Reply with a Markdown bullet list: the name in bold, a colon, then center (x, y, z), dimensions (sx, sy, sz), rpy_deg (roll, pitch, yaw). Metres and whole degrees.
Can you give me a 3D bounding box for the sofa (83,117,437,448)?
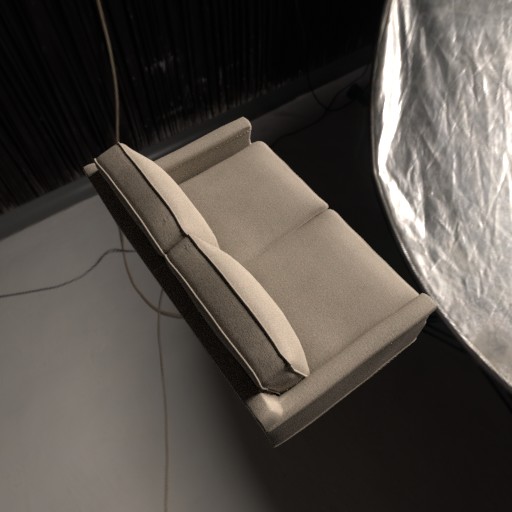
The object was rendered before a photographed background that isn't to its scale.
- **sofa**: center (0.000, 0.000, 2.347), dimensions (1.084, 1.003, 1.597), rpy_deg (-32, 63, -18)
